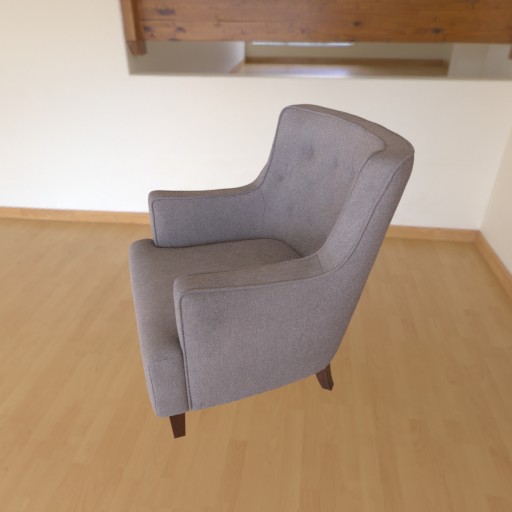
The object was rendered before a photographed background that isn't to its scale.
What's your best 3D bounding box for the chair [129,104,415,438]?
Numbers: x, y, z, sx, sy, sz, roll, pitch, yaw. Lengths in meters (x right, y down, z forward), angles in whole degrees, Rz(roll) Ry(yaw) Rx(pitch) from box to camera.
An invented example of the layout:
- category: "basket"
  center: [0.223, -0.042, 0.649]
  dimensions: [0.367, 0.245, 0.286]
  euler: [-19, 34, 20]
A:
- category: "chair"
  center: [0.000, 0.000, 1.633]
  dimensions: [0.910, 0.919, 0.781]
  euler: [-9, 32, -15]
